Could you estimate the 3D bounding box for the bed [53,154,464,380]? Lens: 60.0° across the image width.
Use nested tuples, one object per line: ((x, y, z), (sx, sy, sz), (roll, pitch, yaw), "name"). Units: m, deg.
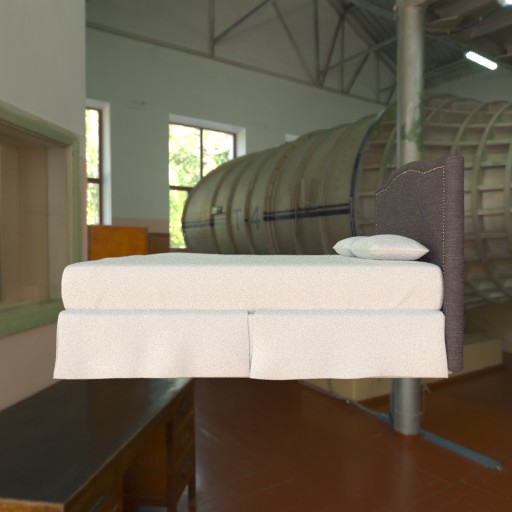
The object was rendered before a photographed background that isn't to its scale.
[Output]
((0.000, 0.000, 3.487), (2.507, 1.441, 1.741), (0, 2, 0), "bed")
